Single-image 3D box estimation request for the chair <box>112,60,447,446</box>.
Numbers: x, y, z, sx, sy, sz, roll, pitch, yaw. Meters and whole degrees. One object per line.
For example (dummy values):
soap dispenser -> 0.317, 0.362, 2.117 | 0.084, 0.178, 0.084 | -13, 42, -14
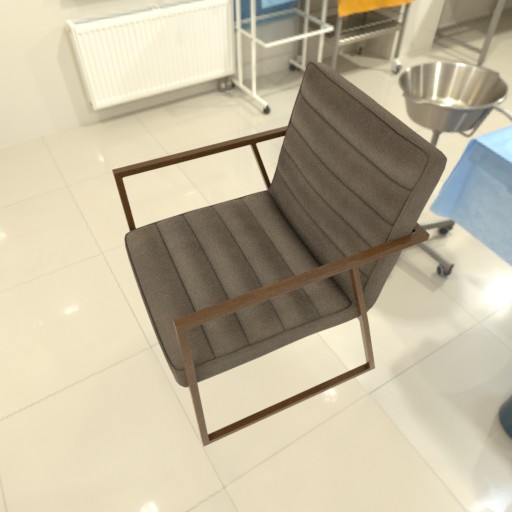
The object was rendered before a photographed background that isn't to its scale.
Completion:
chair -> 0.000, 0.000, 1.290 | 0.682, 0.843, 0.578 | -18, 50, -17
